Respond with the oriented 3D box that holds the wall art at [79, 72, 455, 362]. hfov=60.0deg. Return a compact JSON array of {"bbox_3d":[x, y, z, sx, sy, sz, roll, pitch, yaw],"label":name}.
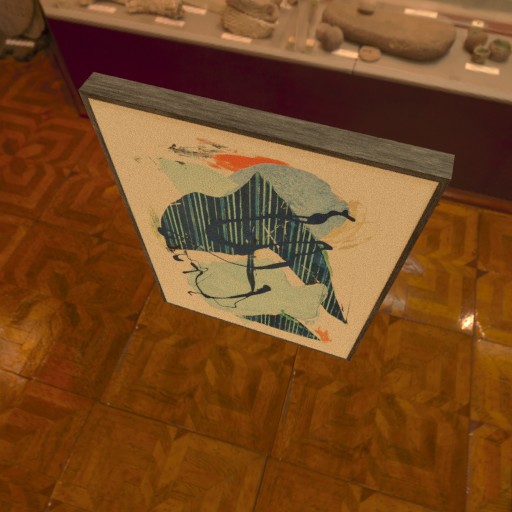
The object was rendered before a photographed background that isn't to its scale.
[{"bbox_3d":[0.000,0.000,1.308,0.762,1.016,0.063,16,60,10],"label":"wall art"}]
